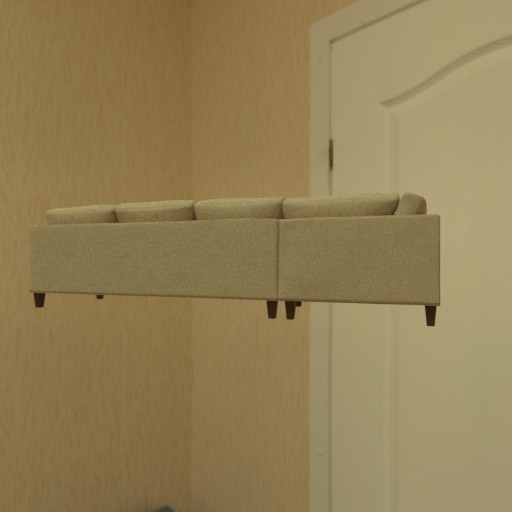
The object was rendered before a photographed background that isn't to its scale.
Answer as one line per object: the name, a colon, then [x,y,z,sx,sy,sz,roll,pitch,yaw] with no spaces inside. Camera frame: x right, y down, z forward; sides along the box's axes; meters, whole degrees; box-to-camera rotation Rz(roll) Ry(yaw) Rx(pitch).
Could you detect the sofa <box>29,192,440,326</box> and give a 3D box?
sofa: [0.000,0.000,4.311,3.182,0.863,2.432,0,0,19]
